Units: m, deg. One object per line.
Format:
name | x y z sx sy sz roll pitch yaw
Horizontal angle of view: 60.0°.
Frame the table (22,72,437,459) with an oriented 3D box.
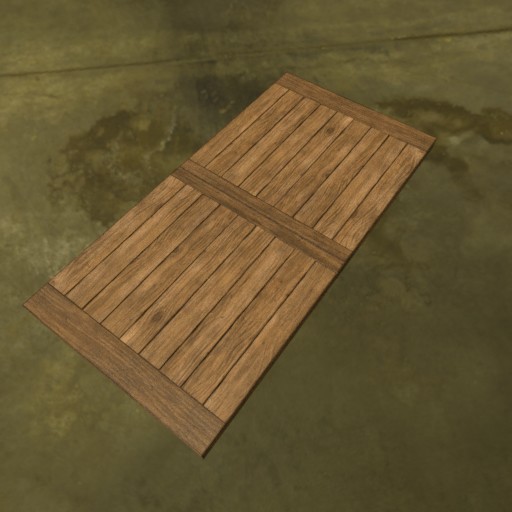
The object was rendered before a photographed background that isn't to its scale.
table | 0.000 0.000 2.332 0.931 0.757 1.867 32 63 19
